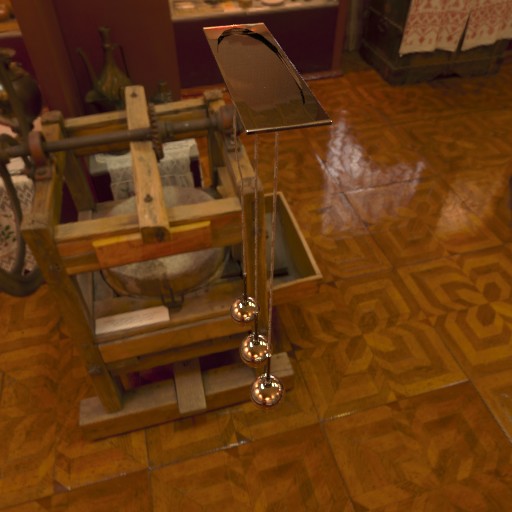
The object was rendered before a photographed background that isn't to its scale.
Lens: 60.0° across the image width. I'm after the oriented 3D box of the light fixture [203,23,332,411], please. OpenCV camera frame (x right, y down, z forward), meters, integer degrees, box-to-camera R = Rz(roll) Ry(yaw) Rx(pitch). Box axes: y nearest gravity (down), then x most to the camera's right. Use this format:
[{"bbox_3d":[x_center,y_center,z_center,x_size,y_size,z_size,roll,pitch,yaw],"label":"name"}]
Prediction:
[{"bbox_3d":[0.000,0.000,1.647,0.188,1.408,0.623,-10,47,-9],"label":"light fixture"}]
